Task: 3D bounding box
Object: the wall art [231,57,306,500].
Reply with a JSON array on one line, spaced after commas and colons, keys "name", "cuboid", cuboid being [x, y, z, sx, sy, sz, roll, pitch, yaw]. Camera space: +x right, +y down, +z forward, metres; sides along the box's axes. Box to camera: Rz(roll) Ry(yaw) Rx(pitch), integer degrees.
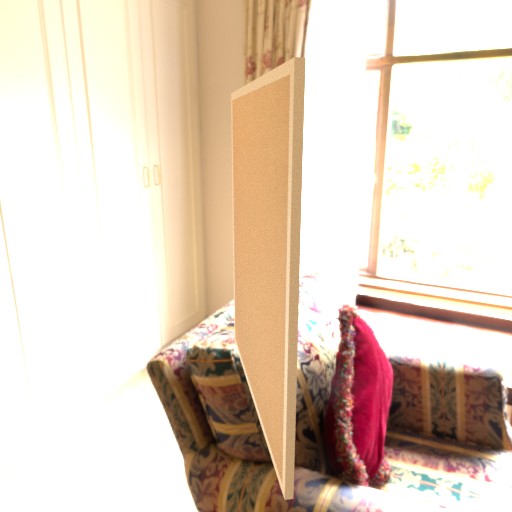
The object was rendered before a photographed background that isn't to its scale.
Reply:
[{"name": "wall art", "cuboid": [0.000, 0.000, 0.756, 0.012, 0.557, 0.482, -3, 16, -10]}]
